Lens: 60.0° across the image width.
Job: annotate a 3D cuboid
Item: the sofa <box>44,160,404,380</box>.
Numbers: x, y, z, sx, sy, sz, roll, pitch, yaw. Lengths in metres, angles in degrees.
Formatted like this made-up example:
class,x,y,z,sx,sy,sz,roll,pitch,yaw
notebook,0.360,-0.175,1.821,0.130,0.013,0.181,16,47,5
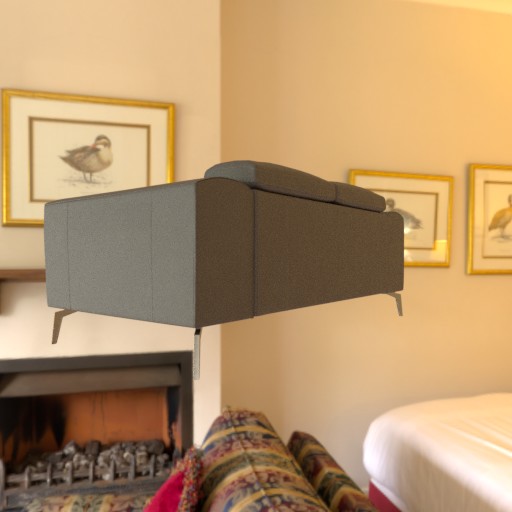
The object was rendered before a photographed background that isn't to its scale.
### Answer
class,x,y,z,sx,sy,sz,roll,pitch,yaw
sofa,0.000,0.000,2.429,1.003,0.779,1.895,0,0,38
